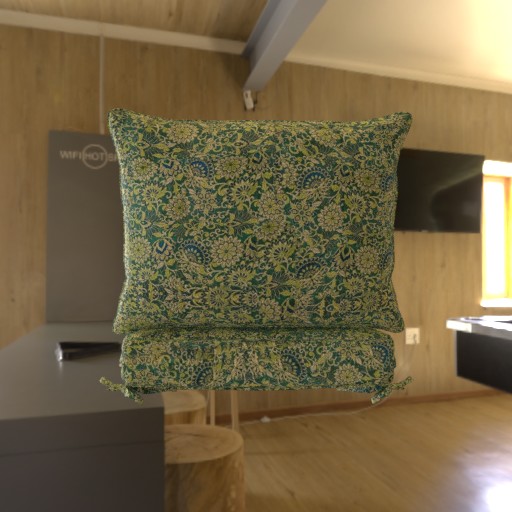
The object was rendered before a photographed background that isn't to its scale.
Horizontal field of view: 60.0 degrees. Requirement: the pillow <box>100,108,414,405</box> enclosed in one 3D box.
[{"bbox_3d":[0.000,0.000,1.385,0.798,0.722,0.740,0,-1,-1],"label":"pillow"}]
